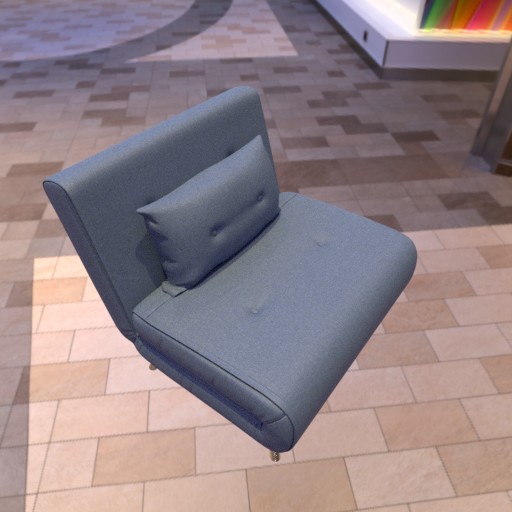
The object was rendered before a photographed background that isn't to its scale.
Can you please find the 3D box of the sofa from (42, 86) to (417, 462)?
[{"bbox_3d":[0.000,0.000,1.734,0.996,0.860,0.999,27,48,27],"label":"sofa"}]
